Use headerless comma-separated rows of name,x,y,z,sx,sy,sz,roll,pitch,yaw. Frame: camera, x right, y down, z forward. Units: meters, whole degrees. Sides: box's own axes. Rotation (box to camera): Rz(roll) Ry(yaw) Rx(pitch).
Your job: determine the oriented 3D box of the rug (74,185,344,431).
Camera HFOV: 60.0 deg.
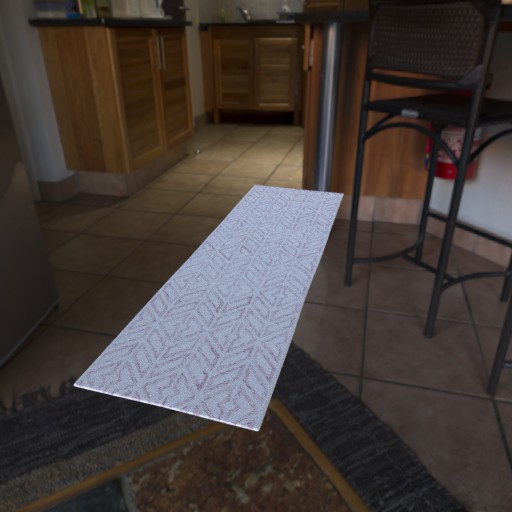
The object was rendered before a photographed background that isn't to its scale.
rug,0.000,0.000,2.650,0.750,0.009,2.435,8,29,15
